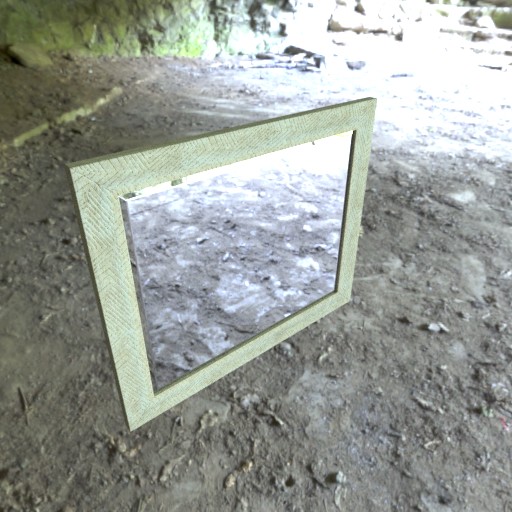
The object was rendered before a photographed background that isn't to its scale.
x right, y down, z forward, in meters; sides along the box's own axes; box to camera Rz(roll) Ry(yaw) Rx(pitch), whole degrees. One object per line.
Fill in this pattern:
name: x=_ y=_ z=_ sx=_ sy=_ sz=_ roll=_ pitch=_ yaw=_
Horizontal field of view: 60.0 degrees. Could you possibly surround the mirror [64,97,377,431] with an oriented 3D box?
mirror: x=0.000 y=0.000 z=1.161 sx=0.839 sy=0.689 sz=0.028 roll=-23 pitch=38 yaw=-33
